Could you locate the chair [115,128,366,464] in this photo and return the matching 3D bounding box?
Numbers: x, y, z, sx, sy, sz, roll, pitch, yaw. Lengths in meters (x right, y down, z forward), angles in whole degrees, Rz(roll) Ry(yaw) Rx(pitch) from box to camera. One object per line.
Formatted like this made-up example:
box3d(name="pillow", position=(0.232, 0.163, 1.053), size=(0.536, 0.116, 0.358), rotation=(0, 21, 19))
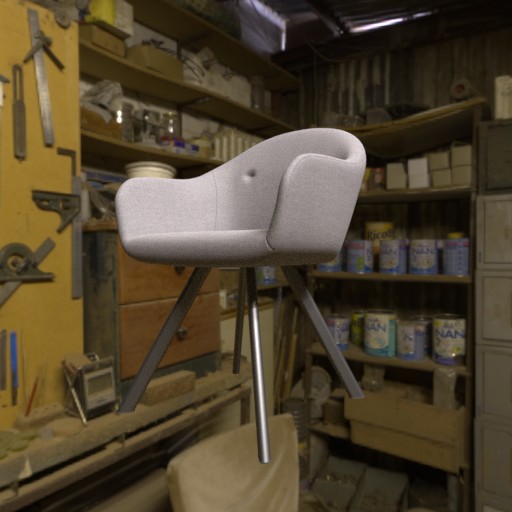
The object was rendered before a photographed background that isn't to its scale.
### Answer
box3d(name="chair", position=(0.000, 0.000, 1.198), size=(0.540, 0.780, 0.570), rotation=(1, 1, 36))
